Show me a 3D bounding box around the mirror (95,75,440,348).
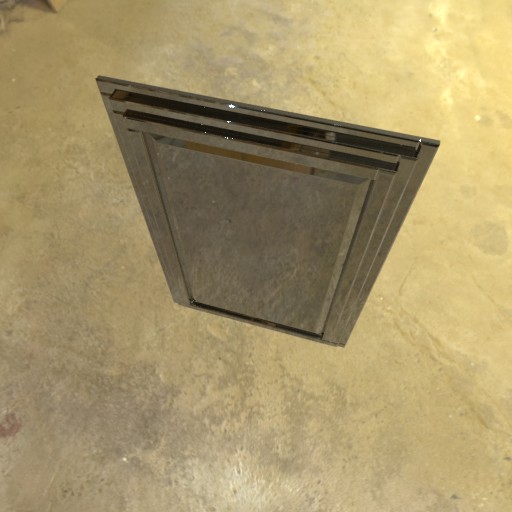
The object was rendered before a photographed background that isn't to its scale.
[{"bbox_3d":[0.000,0.000,1.142,0.613,0.914,0.039,14,59,8],"label":"mirror"}]
